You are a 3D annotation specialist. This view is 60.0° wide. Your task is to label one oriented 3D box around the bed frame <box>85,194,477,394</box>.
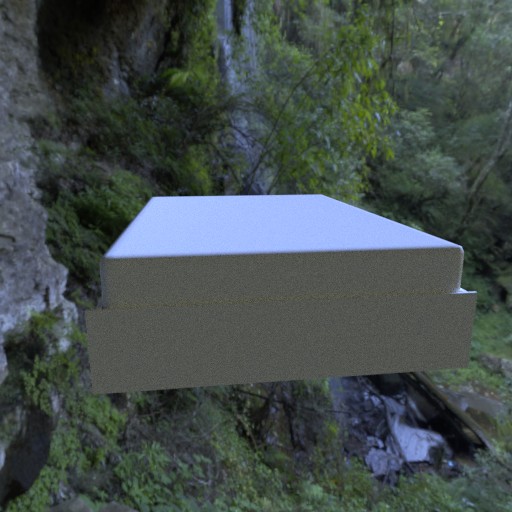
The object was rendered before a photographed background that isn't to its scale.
[{"bbox_3d":[0.000,0.000,2.555,1.445,0.497,1.945,-2,14,-8],"label":"bed frame"}]
